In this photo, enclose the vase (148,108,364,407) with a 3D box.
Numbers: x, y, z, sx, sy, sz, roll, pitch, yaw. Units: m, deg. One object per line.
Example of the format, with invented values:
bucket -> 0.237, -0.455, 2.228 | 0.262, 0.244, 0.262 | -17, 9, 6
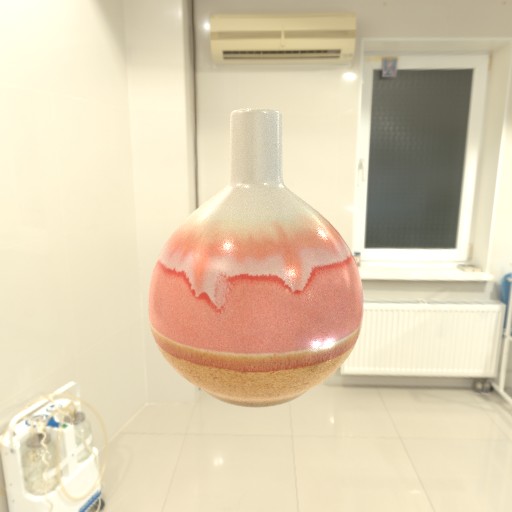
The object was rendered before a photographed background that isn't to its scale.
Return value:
vase -> 0.000, 0.000, 0.282 | 0.137, 0.176, 0.137 | 0, 13, 0
